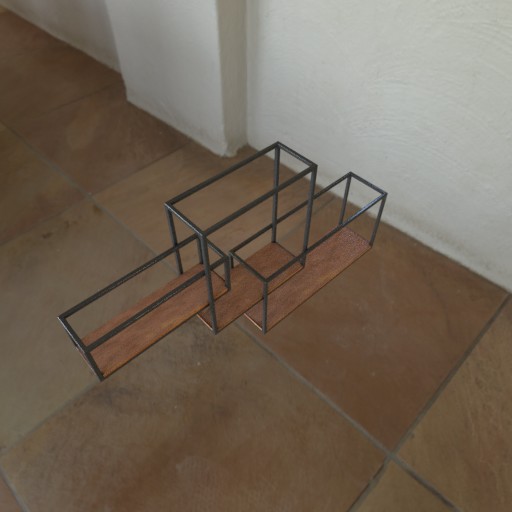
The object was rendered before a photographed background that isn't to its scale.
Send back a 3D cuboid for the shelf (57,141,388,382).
[{"bbox_3d":[0.000,0.000,2.157,1.781,0.972,0.275,-34,57,-27],"label":"shelf"}]
